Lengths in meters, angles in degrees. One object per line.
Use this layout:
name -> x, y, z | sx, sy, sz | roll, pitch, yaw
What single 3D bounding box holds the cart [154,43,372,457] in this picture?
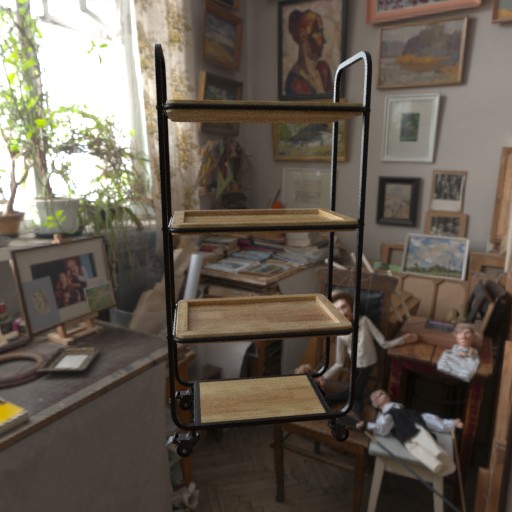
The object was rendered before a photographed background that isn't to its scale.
cart -> 0.000, 0.000, 1.279 | 0.545, 1.080, 0.321 | -2, 13, -8
